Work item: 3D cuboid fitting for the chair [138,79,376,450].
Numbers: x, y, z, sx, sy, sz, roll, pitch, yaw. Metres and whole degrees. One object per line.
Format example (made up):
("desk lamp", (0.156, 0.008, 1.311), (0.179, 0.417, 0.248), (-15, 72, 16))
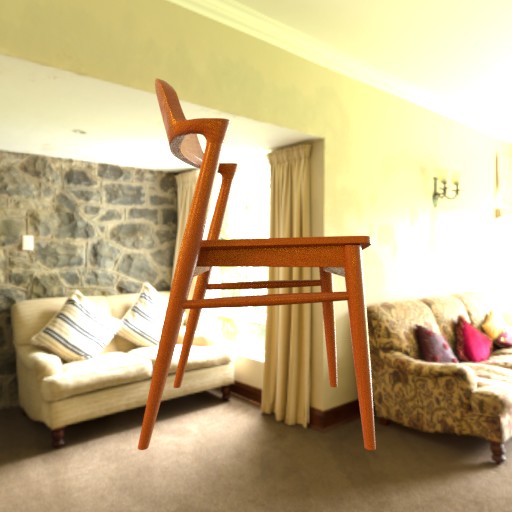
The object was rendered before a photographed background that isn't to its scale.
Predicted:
("chair", (0.000, 0.000, 1.133), (0.499, 0.801, 0.496), (0, 1, 0))
